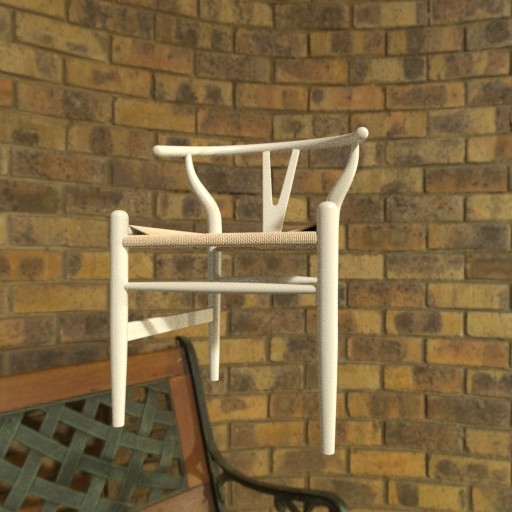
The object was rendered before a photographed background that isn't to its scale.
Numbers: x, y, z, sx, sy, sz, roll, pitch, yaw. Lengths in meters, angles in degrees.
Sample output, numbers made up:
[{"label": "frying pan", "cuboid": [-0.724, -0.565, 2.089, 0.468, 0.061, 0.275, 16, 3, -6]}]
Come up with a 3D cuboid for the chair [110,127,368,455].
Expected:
[{"label": "chair", "cuboid": [0.000, 0.000, 1.143, 0.569, 0.730, 0.579, 0, -1, 18]}]
